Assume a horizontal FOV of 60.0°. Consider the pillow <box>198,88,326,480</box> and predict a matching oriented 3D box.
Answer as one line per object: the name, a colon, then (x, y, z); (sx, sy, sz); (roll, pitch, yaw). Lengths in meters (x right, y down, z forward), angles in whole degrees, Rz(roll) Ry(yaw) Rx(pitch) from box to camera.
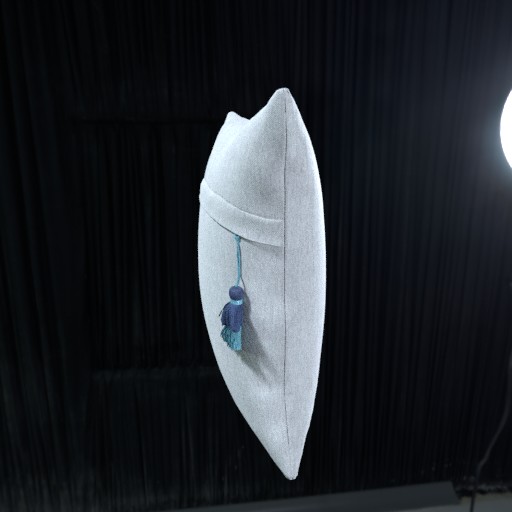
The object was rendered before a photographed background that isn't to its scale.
pillow: (0.000, 0.000, 0.670); (0.173, 0.436, 0.433); (-3, 15, -9)
